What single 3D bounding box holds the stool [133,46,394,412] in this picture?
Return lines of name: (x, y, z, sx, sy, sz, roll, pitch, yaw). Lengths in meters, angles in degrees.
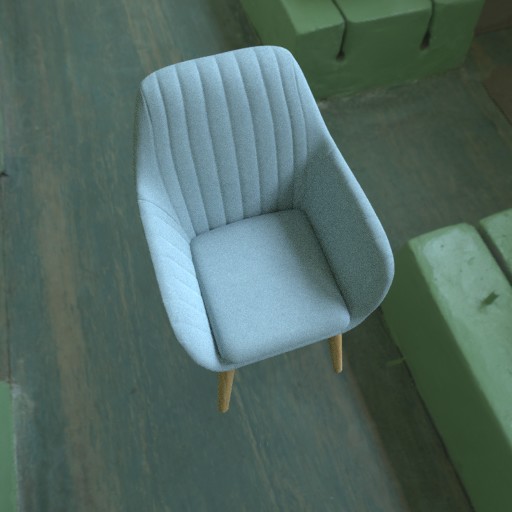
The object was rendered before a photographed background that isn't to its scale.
stool: (0.000, 0.000, 1.194, 0.503, 0.830, 0.590, -16, 64, -8)
